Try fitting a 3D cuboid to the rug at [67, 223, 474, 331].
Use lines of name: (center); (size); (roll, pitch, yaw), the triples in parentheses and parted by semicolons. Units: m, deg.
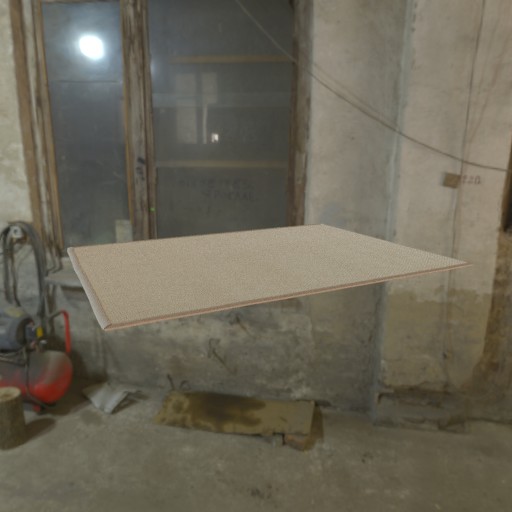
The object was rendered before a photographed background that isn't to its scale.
rug: (0.000, 0.000, 2.762); (2.081, 0.020, 1.525); (-7, 16, -26)
